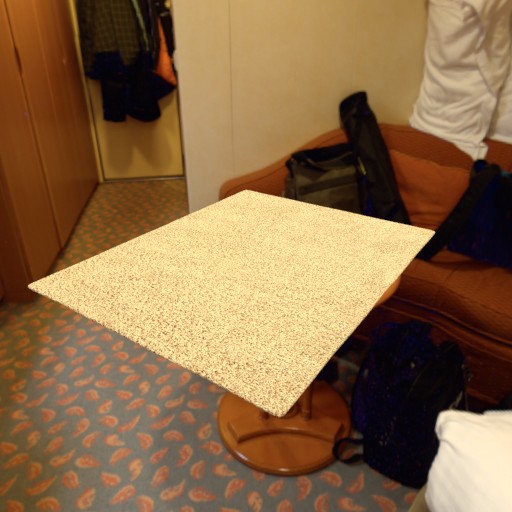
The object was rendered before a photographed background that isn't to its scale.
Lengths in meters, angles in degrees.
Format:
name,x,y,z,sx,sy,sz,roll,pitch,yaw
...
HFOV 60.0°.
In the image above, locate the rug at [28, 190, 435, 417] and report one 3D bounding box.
name,x,y,z,sx,sy,sz,roll,pitch,yaw
rug,0.000,0.000,4.108,2.438,0.029,3.047,17,31,31
